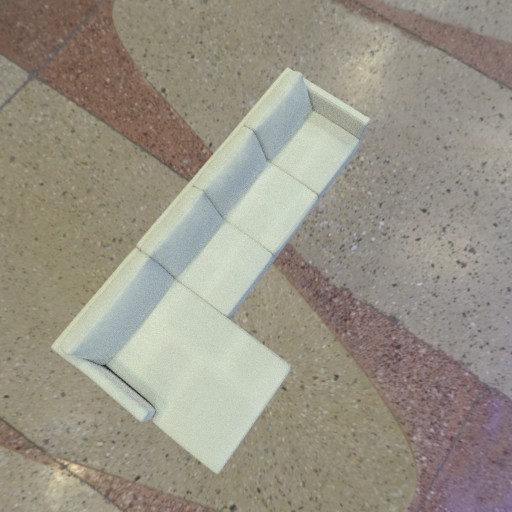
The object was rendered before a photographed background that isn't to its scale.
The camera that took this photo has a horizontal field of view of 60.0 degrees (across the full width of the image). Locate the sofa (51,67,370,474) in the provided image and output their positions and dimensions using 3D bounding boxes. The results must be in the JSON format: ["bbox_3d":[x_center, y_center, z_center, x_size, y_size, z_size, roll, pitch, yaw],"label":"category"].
[{"bbox_3d":[0.000,0.000,3.862,1.625,0.861,3.186,35,77,9],"label":"sofa"}]
